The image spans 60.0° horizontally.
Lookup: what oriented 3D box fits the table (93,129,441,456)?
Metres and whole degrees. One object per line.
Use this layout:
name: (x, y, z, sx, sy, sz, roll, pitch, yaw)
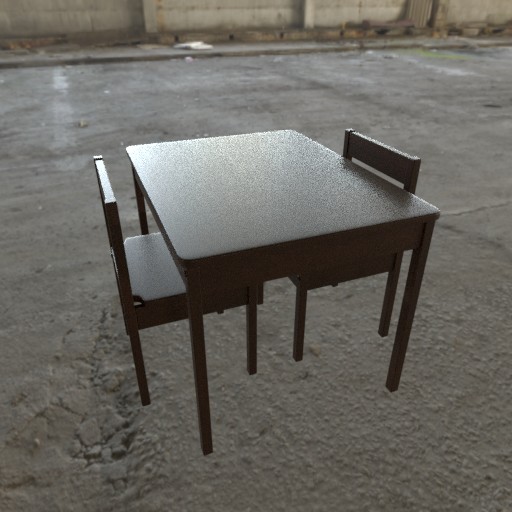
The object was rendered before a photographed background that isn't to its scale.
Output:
table: (0.000, 0.000, 1.106, 0.672, 0.503, 0.650, -11, 32, -19)
